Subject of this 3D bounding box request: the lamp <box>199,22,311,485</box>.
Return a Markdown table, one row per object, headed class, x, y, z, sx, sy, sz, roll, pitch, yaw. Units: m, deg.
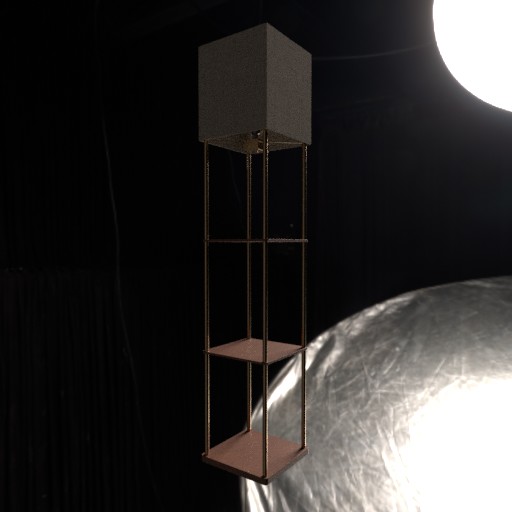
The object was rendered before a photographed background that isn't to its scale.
| class | x | y | z | sx | sy | sz | roll | pitch | yaw |
| --- | --- | --- | --- | --- | --- | --- | --- | --- | --- |
| lamp | 0.000 | 0.000 | 1.713 | 0.310 | 1.569 | 0.308 | 1 | 2 | 36 |
